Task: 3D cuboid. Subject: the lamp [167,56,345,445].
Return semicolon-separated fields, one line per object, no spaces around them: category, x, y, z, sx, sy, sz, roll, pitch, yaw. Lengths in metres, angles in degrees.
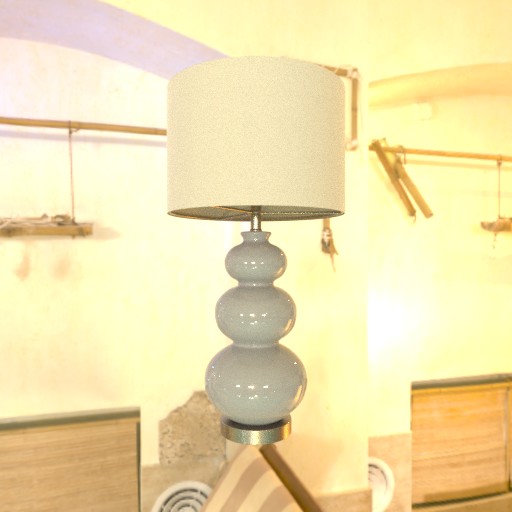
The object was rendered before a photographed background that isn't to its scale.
lamp;0.000;0.000;0.930;0.367;0.730;0.367;0;0;-18
